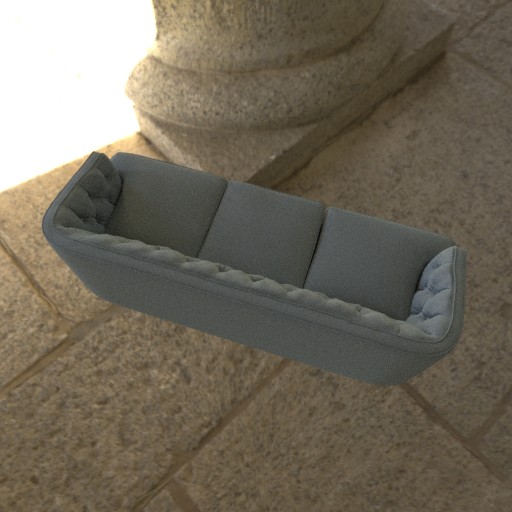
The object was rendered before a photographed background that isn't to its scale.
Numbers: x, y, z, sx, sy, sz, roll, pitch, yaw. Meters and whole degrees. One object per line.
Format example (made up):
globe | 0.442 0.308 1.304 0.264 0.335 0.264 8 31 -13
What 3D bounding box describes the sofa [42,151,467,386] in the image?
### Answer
sofa | 0.000 0.000 2.667 2.278 0.855 0.941 16 65 8
